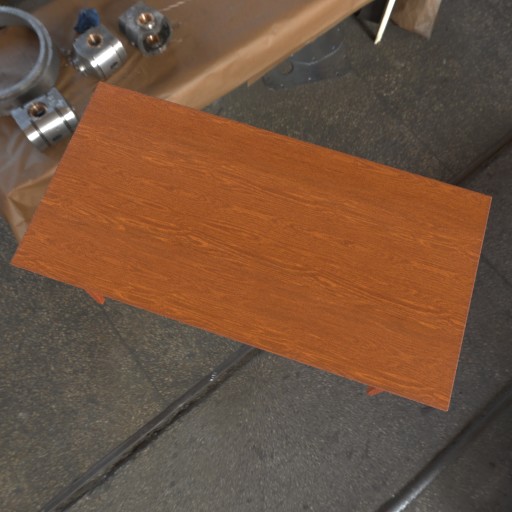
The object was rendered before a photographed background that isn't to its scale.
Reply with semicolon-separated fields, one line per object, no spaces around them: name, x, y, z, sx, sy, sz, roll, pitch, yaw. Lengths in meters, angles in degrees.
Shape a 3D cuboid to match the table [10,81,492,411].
table;0.000;0.000;2.000;1.609;0.755;0.811;18;76;5
